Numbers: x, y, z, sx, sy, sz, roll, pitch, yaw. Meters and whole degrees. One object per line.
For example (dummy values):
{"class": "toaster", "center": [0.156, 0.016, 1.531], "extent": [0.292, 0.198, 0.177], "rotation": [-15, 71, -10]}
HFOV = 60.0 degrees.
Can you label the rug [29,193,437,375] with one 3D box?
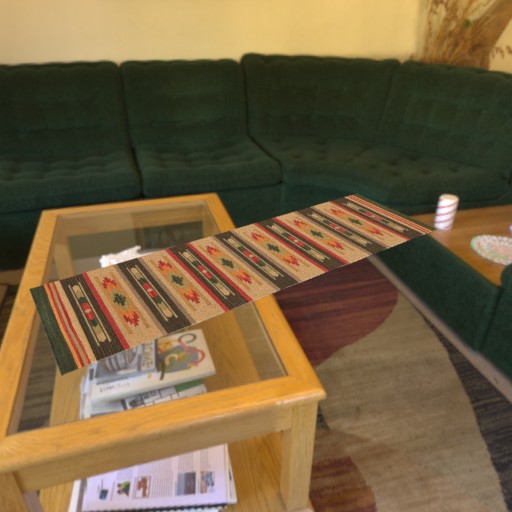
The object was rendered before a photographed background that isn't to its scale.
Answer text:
{"class": "rug", "center": [0.000, 0.000, 2.697], "extent": [2.440, 0.009, 0.760], "rotation": [-18, 35, -28]}
